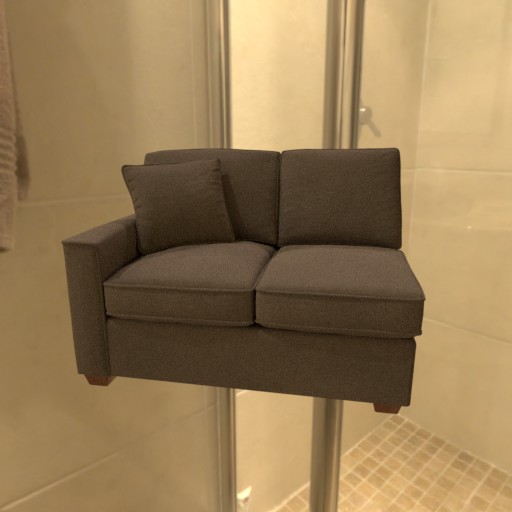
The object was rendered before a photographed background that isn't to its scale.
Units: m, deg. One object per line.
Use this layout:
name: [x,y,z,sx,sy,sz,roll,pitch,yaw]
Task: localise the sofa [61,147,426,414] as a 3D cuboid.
sofa: [0.000,0.000,2.092,1.388,0.989,0.991,2,15,10]
